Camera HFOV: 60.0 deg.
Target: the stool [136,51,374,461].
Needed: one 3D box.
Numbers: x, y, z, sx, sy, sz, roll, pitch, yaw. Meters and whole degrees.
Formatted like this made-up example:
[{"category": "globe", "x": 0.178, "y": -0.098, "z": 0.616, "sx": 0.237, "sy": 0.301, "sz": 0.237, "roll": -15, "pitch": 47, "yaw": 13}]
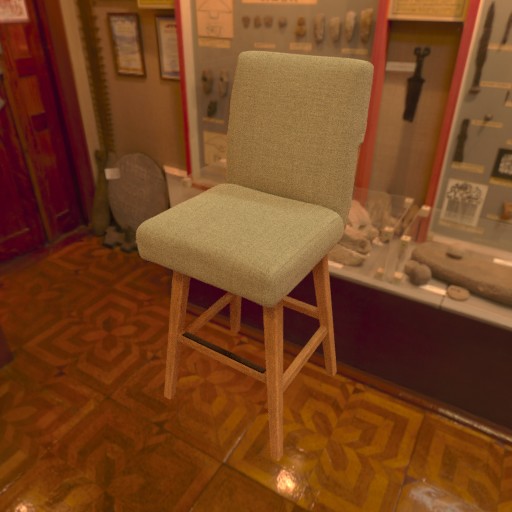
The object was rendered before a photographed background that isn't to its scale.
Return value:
[{"category": "stool", "x": 0.000, "y": 0.000, "z": 1.390, "sx": 0.483, "sy": 1.106, "sz": 0.569, "roll": 18, "pitch": 36, "yaw": 27}]
